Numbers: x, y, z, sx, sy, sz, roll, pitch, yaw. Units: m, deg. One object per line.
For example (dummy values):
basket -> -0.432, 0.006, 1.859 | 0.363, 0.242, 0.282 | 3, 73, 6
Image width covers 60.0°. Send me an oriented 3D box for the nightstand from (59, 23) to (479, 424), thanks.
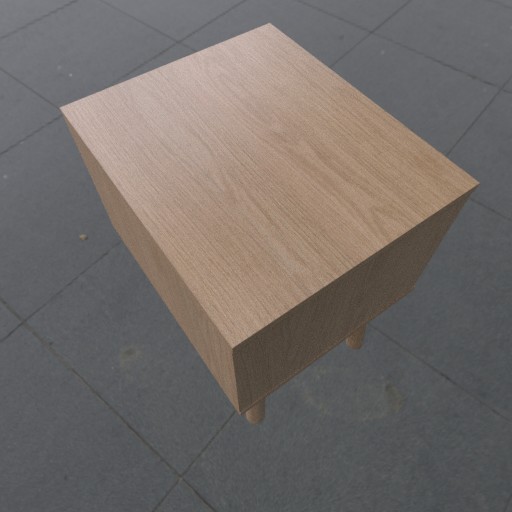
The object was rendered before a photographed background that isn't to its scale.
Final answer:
nightstand -> 0.000, 0.000, 0.844 | 0.380, 0.571, 0.450 | -31, 62, -18
